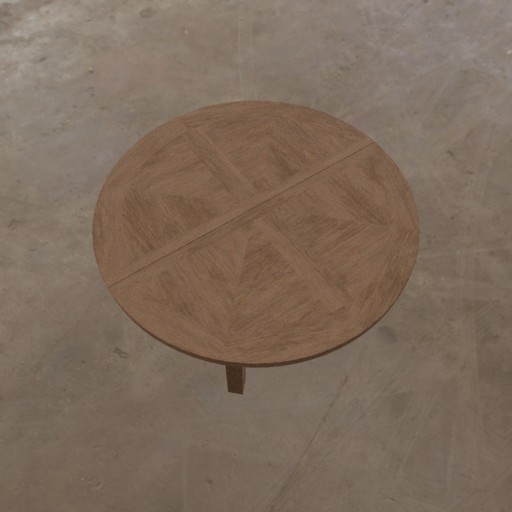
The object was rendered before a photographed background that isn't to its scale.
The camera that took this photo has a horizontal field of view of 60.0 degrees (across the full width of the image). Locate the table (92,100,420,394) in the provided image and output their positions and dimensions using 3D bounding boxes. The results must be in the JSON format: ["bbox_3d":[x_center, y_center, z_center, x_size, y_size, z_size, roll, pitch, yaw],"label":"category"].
[{"bbox_3d":[0.000,0.000,2.142,1.319,0.762,1.319,0,58,0],"label":"table"}]
